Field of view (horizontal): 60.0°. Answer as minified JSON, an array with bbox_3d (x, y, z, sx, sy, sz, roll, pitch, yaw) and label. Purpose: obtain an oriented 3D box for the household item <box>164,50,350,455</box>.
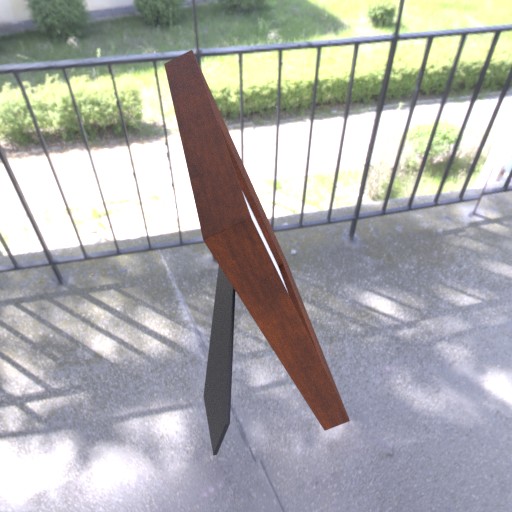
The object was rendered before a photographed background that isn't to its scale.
[{"bbox_3d":[0.000,0.000,0.287,0.096,0.204,0.160,-10,46,-9],"label":"household item"}]
